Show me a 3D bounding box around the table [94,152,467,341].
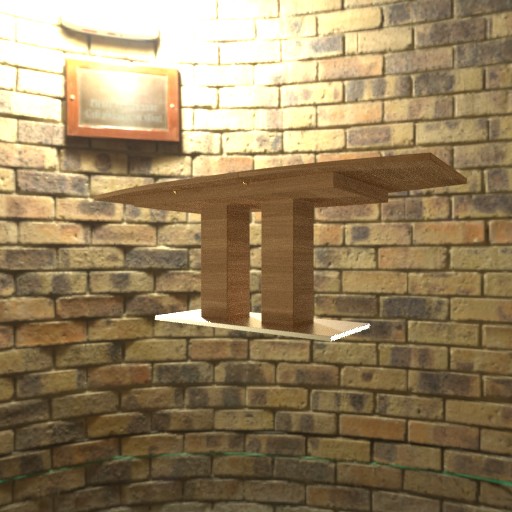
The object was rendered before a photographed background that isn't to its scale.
[{"bbox_3d":[0.000,0.000,2.463,2.032,0.750,0.900,0,0,36],"label":"table"}]
